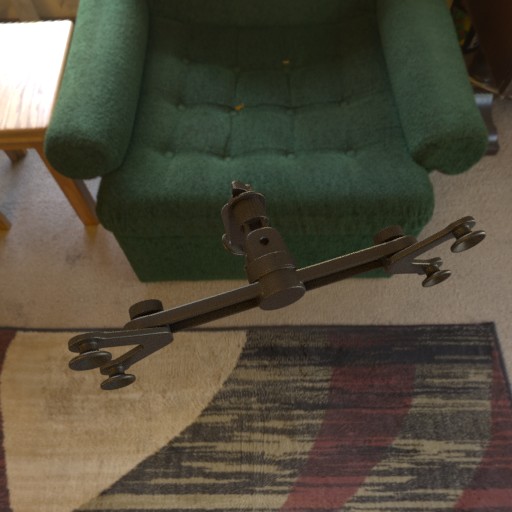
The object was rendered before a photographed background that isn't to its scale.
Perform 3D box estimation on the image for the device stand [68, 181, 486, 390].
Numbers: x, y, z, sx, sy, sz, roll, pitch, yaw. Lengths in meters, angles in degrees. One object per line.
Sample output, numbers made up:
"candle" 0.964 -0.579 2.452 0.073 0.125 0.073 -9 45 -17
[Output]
"device stand" 0.000 0.000 0.366 0.270 0.166 0.142 -17 64 -8
